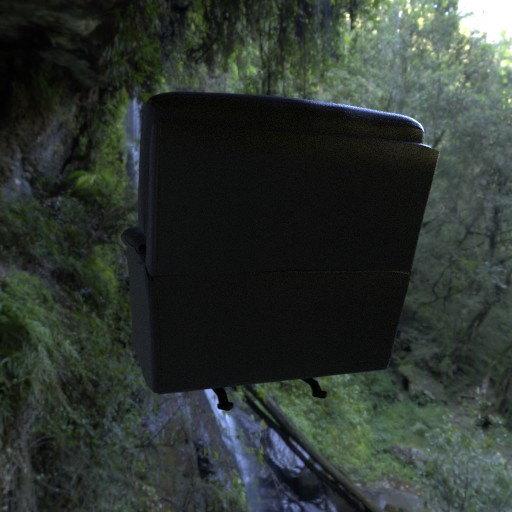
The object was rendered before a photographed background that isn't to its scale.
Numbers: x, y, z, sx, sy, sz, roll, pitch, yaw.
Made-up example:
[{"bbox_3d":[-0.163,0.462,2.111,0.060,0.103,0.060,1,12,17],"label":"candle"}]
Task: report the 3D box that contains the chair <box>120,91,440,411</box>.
[{"bbox_3d":[0.000,0.000,1.922,1.096,1.109,1.087,0,1,-20],"label":"chair"}]
